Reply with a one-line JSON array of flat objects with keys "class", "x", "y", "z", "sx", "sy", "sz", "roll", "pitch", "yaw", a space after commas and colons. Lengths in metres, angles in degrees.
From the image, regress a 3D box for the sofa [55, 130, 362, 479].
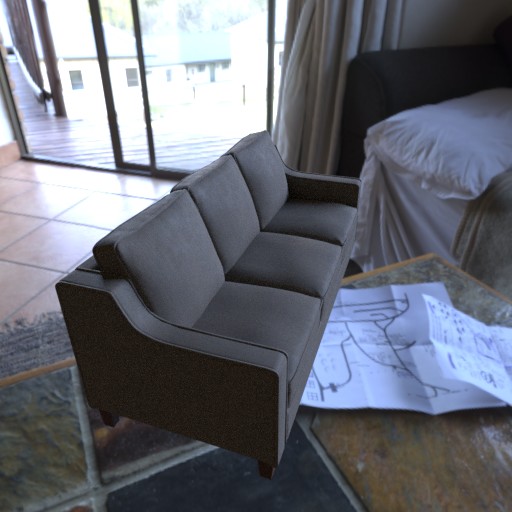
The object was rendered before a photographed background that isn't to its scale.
[{"class": "sofa", "x": 0.000, "y": 0.000, "z": 2.506, "sx": 0.911, "sy": 0.974, "sz": 1.986, "roll": 10, "pitch": 32, "yaw": 17}]
